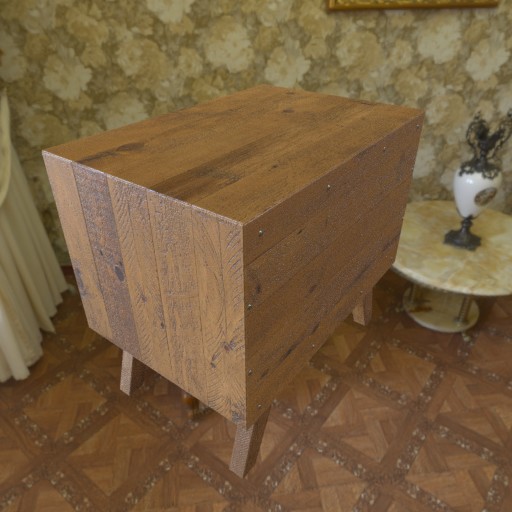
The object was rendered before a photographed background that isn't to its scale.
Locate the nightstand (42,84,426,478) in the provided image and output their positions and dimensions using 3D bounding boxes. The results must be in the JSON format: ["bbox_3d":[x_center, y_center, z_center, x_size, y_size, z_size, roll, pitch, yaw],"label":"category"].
[{"bbox_3d":[0.000,0.000,1.028,0.450,0.599,0.650,22,39,30],"label":"nightstand"}]
